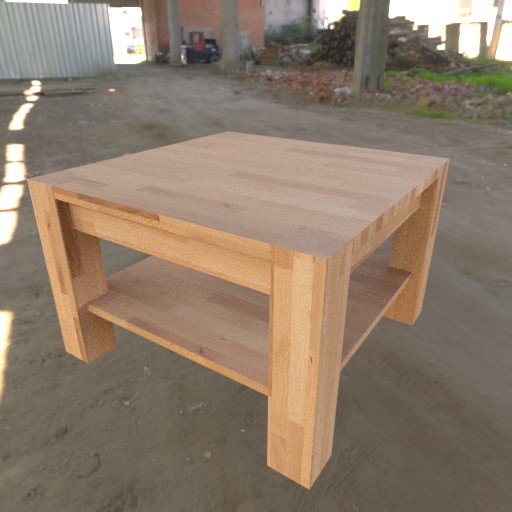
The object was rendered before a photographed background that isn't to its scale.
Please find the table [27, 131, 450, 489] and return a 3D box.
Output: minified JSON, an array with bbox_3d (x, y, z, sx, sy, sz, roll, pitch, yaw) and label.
[{"bbox_3d":[0.000,0.000,1.121,0.700,0.451,0.700,16,30,30],"label":"table"}]
